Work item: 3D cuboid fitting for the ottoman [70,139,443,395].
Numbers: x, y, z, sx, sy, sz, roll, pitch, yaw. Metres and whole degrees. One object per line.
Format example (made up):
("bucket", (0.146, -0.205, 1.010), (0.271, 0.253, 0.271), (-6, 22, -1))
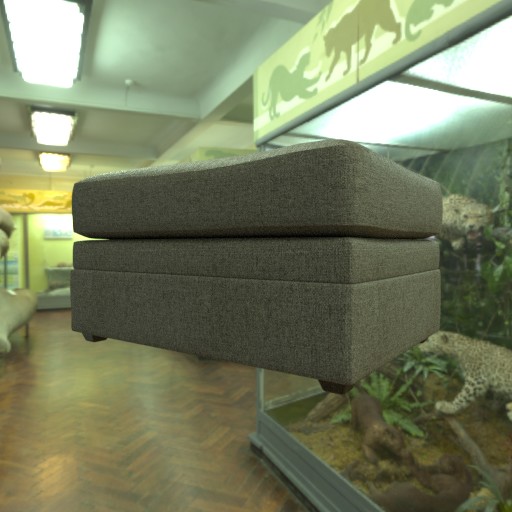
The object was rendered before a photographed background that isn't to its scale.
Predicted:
("ottoman", (0.000, 0.000, 1.238), (0.885, 0.478, 0.637), (1, 2, 36))
